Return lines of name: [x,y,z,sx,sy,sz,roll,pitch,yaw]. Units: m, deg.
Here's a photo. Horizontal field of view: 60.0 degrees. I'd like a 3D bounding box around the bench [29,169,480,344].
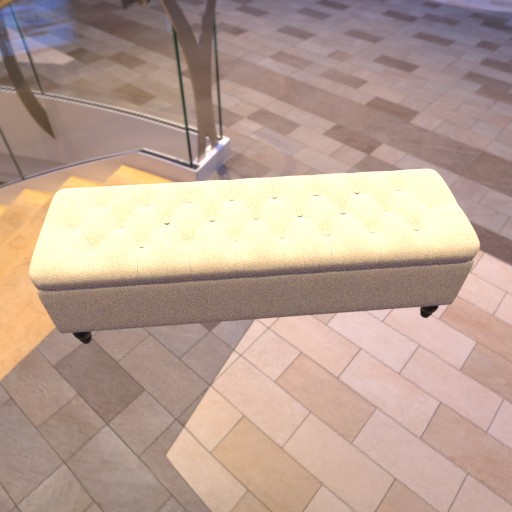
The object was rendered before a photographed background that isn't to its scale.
bench: [0.000,0.000,1.714,1.480,0.467,0.455,-4,47,-4]
